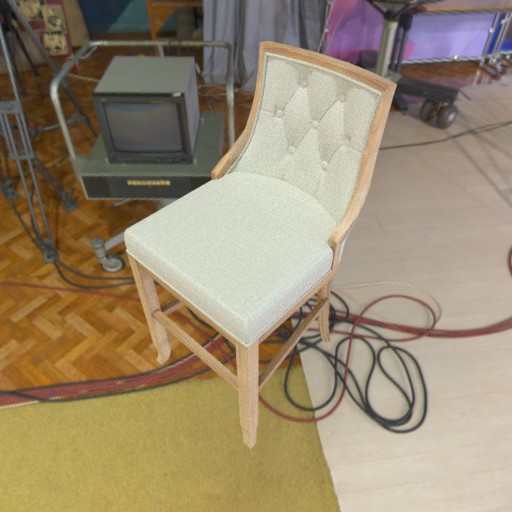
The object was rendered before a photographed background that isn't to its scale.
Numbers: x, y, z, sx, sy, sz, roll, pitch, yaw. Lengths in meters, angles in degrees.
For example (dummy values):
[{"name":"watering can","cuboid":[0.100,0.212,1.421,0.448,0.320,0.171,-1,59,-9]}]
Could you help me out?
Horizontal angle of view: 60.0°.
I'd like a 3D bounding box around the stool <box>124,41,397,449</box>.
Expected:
[{"name":"stool","cuboid":[0.000,0.000,1.448,0.524,1.101,0.626,33,54,29]}]
